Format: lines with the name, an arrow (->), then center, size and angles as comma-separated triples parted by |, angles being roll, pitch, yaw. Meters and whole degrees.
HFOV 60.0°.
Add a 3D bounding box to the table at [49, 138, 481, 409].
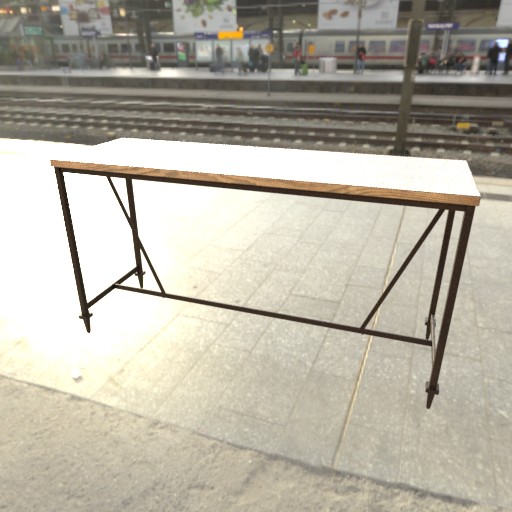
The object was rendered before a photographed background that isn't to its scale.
table -> 0.000, 0.000, 2.076 | 1.700, 0.902, 0.551 | 8, 26, 17
